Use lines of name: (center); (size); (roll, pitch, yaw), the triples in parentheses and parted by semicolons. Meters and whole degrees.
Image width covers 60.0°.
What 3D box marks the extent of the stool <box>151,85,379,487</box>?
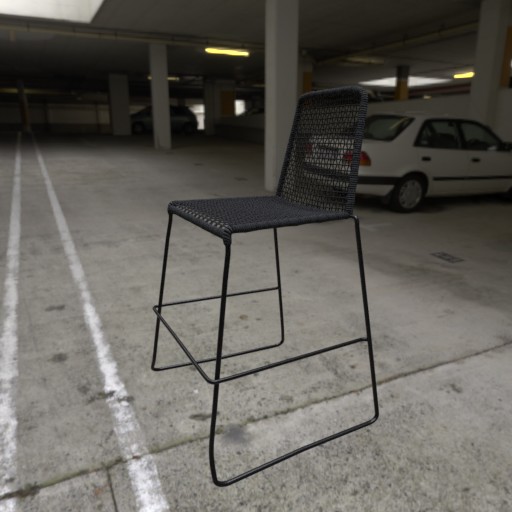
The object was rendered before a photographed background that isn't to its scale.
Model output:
stool: (0.000, 0.000, 1.249); (0.509, 0.905, 0.590); (-8, 17, -26)
